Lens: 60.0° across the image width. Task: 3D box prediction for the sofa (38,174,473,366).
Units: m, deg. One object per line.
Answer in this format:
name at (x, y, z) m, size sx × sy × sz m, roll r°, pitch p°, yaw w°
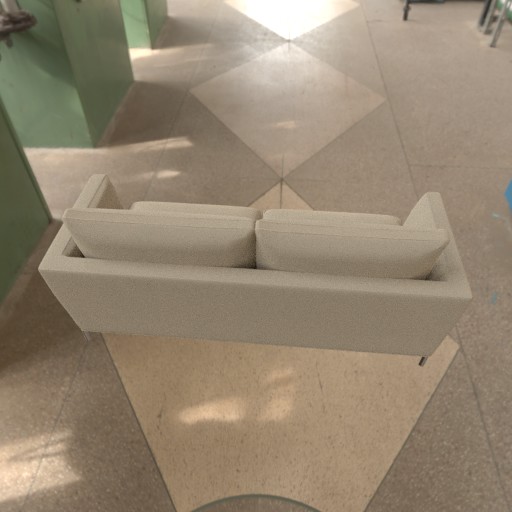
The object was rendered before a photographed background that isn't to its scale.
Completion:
sofa at (0.000, 0.000, 2.687) m, size 2.214 × 1.005 × 0.868 m, roll 4°, pitch 46°, yaw 4°
